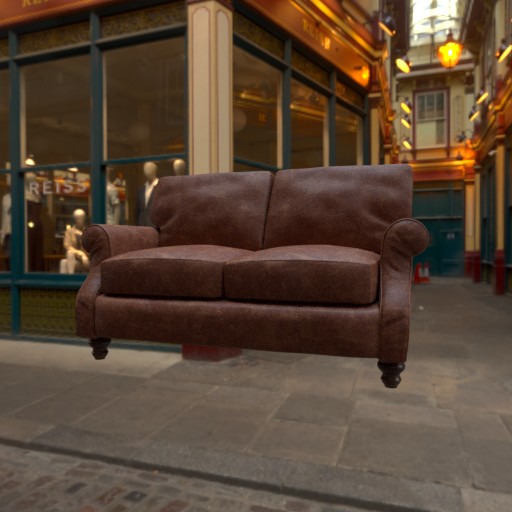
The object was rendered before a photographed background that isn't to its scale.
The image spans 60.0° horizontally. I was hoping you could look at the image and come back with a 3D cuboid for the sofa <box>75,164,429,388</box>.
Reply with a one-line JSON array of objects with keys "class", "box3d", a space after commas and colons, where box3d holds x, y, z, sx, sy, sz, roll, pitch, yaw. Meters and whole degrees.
[{"class": "sofa", "box3d": [0.000, 0.000, 2.247, 1.616, 0.967, 0.990, 0, 2, 18]}]
